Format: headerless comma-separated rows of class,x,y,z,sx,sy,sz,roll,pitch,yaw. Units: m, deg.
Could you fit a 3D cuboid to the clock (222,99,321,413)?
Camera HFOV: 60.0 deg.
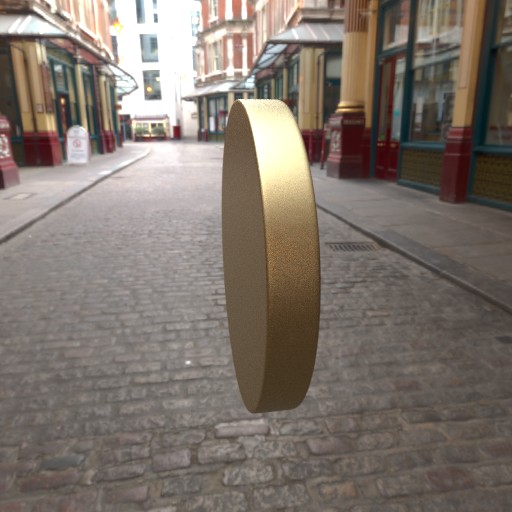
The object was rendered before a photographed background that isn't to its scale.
clock,0.000,0.000,0.471,0.040,0.314,0.314,-3,16,-10
